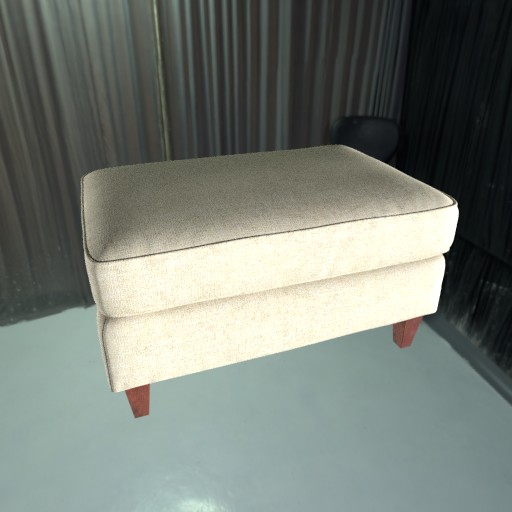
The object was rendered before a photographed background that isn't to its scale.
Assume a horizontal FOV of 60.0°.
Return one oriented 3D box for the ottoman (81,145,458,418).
[{"bbox_3d":[0.000,0.000,1.244,0.862,0.484,0.583,-10,30,-17],"label":"ottoman"}]
